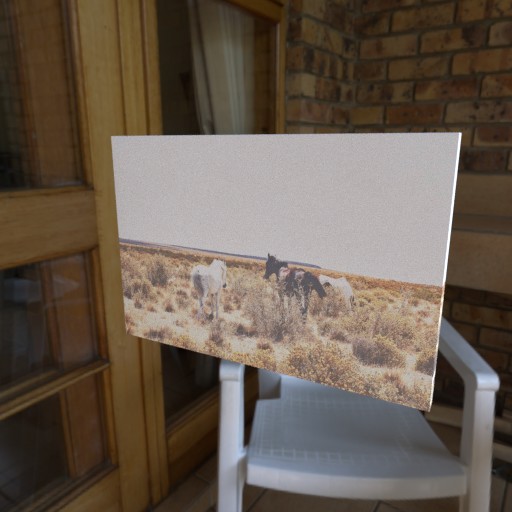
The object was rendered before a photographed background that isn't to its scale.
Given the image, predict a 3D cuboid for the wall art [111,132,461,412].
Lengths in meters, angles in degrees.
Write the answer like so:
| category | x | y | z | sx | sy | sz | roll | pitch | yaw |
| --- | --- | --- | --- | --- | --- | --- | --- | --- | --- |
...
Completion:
| category | x | y | z | sx | sy | sz | roll | pitch | yaw |
| --- | --- | --- | --- | --- | --- | --- | --- | --- | --- |
| wall art | 0.000 | 0.000 | 1.157 | 0.914 | 0.610 | 0.050 | 7 | 16 | 27 |
